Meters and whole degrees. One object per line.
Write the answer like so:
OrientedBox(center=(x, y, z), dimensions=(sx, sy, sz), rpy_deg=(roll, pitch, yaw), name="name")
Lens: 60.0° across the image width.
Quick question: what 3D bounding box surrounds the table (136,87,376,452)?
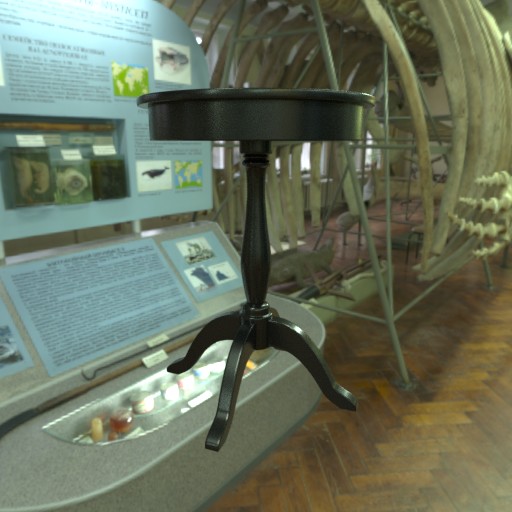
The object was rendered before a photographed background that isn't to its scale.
OrientedBox(center=(0.000, 0.000, 0.997), dimensions=(0.481, 0.665, 0.481), rpy_deg=(0, 15, 0), name="table")
